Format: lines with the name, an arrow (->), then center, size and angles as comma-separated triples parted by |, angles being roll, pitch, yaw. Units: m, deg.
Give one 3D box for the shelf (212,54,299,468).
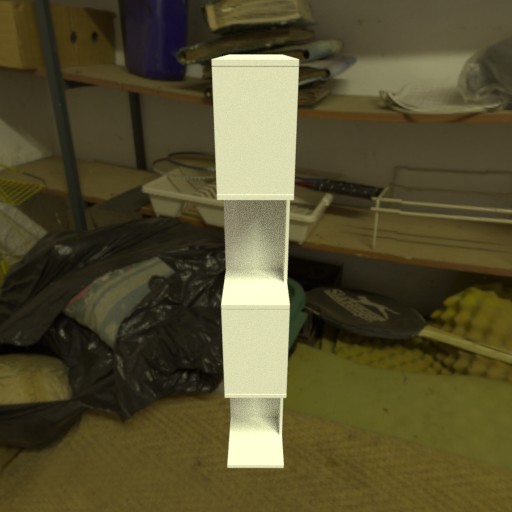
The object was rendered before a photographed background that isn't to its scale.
shelf -> 0.000, 0.000, 2.010 | 0.250, 1.650, 0.890 | 0, 25, 0
